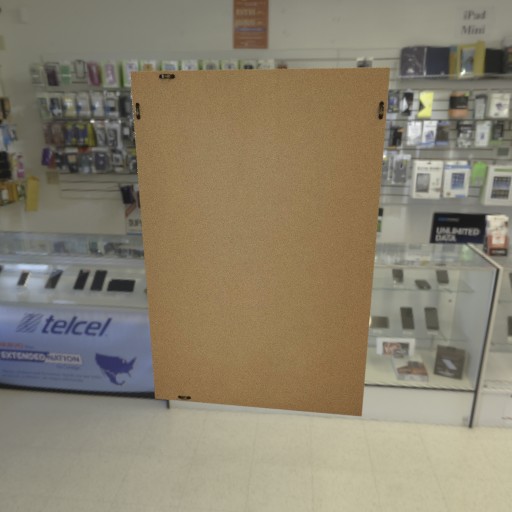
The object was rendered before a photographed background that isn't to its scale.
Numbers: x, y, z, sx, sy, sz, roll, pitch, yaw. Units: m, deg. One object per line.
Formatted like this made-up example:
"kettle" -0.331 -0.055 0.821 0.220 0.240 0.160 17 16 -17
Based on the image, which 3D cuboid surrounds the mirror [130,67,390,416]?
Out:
"mirror" 0.000 0.000 1.176 0.609 0.915 0.040 2 17 8
